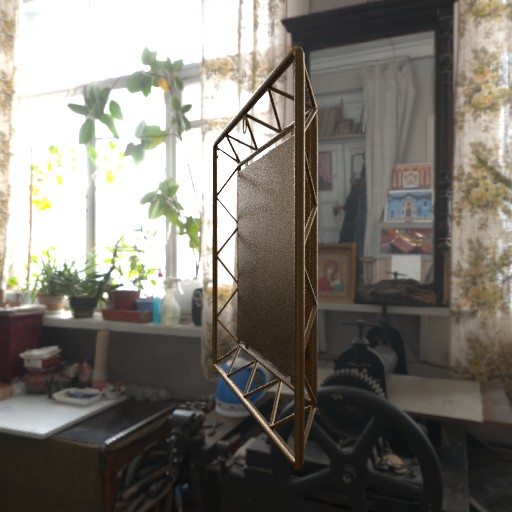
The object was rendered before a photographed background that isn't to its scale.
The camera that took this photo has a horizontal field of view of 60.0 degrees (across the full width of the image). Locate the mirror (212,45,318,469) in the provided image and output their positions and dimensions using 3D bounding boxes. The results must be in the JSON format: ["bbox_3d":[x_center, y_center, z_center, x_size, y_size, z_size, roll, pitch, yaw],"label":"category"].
[{"bbox_3d":[0.000,0.000,0.627,0.046,0.414,0.416,0,1,-17],"label":"mirror"}]
